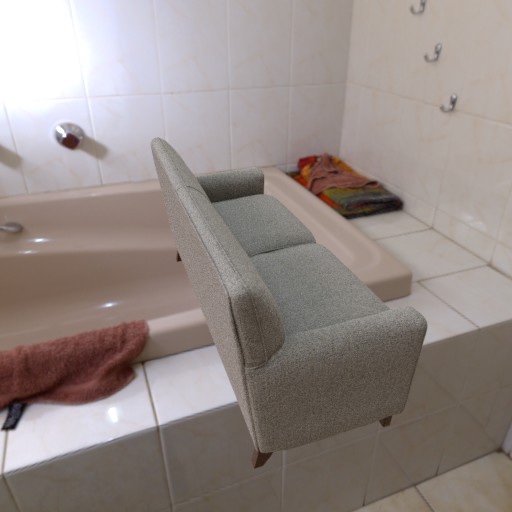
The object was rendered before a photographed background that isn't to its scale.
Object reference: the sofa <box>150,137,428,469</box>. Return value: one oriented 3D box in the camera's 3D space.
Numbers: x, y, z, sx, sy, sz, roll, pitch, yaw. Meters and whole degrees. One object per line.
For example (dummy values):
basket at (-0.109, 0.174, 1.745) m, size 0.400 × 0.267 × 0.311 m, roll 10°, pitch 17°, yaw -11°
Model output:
sofa at (0.000, 0.000, 2.529) m, size 0.854 × 0.942 × 2.026 m, roll -10°, pitch 31°, yaw -16°
